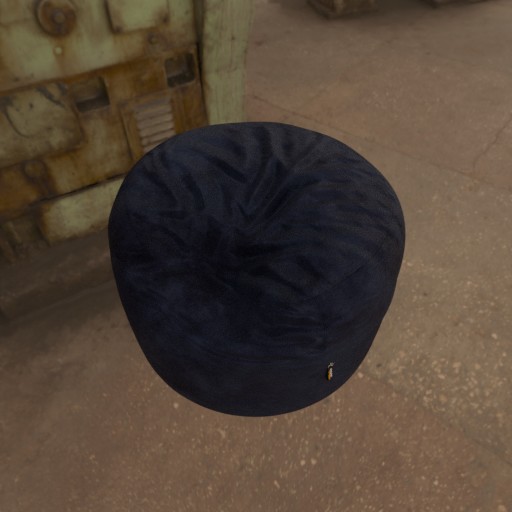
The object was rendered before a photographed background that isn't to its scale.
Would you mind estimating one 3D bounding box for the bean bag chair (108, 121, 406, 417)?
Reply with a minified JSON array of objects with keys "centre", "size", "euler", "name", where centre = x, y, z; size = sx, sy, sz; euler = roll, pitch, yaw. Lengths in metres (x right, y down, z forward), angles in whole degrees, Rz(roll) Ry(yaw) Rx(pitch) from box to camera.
[{"centre":[0.000,0.000,1.496],"size":[0.918,0.616,0.918],"euler":[0,48,0],"name":"bean bag chair"}]
